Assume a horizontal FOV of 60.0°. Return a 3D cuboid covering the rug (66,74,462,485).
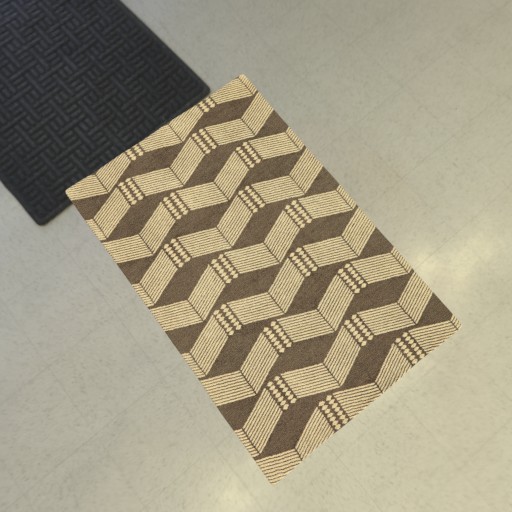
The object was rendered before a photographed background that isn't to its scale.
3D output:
[{"bbox_3d":[0.000,0.000,2.310,1.210,0.016,1.833,-36,79,-9],"label":"rug"}]
